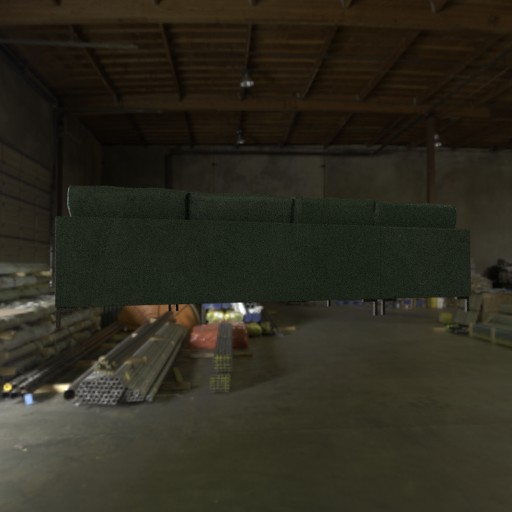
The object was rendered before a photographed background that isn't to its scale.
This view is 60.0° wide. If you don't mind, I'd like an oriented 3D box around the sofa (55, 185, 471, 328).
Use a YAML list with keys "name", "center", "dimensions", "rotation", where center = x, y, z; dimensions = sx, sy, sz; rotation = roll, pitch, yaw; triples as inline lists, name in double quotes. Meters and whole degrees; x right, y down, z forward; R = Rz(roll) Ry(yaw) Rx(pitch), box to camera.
- name: "sofa"
  center: [0.000, 0.000, 4.356]
  dimensions: [3.384, 0.996, 2.048]
  rotation: [0, -1, -18]
